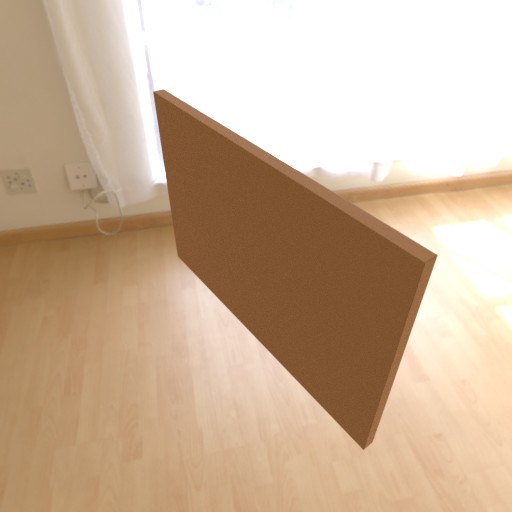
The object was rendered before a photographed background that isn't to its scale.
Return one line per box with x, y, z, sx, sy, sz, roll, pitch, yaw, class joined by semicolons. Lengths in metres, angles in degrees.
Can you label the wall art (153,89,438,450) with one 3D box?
0.000;0.000;1.172;0.033;0.608;0.915;-26;47;-27;wall art
